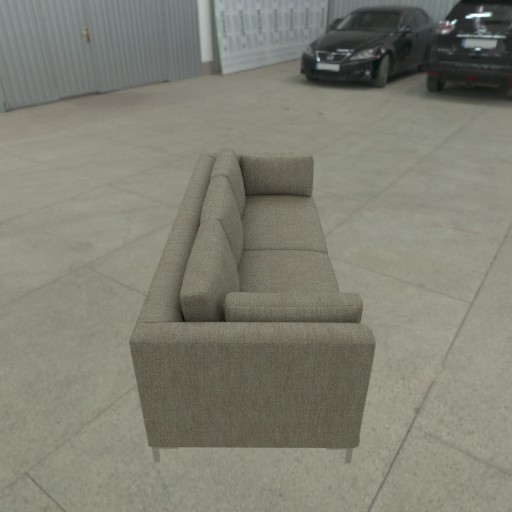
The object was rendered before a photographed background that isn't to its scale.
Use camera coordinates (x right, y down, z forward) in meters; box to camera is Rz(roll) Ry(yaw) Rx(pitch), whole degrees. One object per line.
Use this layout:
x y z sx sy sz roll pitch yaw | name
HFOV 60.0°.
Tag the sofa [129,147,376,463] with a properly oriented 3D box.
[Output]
0.000 0.000 2.897 0.969 0.867 2.415 0 30 0 | sofa
